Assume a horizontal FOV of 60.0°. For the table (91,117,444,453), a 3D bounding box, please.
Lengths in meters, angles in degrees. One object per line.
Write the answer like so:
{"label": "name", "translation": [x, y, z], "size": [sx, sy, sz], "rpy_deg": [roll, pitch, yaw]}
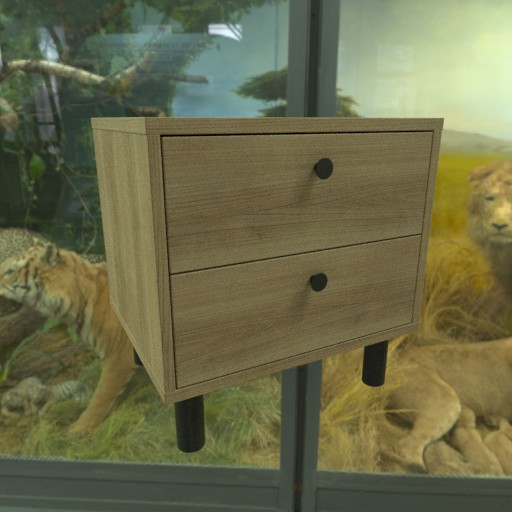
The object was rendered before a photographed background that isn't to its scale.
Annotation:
{"label": "table", "translation": [0.000, 0.000, 0.773], "size": [0.445, 0.460, 0.380], "rpy_deg": [-9, 19, -27]}
